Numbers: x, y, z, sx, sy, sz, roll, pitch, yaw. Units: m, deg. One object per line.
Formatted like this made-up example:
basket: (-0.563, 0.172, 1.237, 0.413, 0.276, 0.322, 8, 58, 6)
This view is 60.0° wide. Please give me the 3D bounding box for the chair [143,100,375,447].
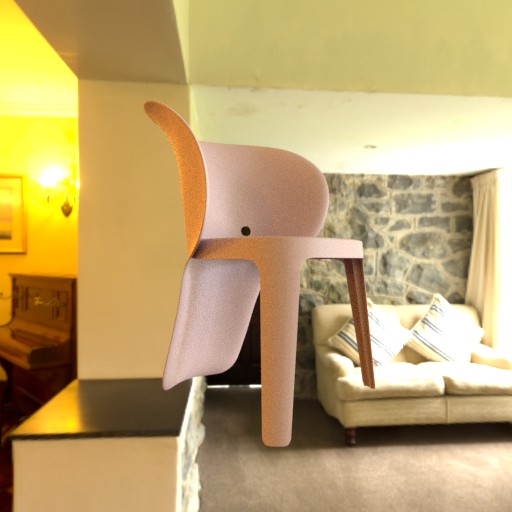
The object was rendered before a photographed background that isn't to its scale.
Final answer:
chair: (0.000, 0.000, 0.886, 0.402, 0.554, 0.451, 0, -1, 36)
